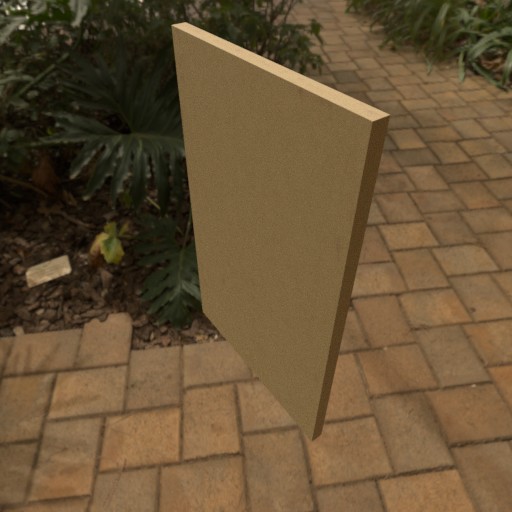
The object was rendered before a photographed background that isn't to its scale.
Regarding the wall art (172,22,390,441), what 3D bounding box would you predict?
[{"bbox_3d":[0.000,0.000,0.956,0.039,0.810,0.510,-26,48,-26],"label":"wall art"}]
